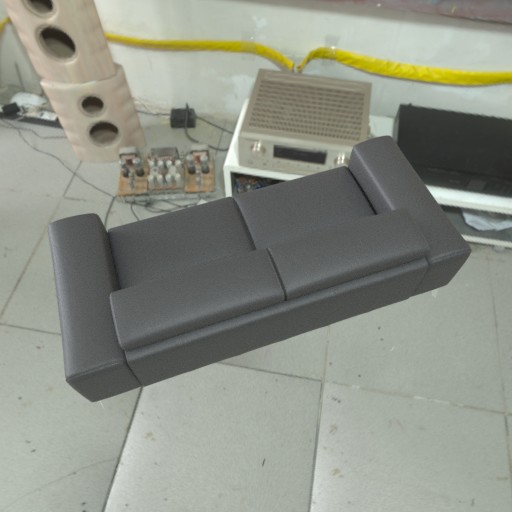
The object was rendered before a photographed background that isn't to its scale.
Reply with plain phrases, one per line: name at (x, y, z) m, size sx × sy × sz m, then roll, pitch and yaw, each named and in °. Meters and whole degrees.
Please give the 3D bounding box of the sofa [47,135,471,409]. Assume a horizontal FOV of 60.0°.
sofa at (0.000, 0.000, 2.761) m, size 2.321 × 0.759 × 1.023 m, roll -16°, pitch 60°, yaw -10°
